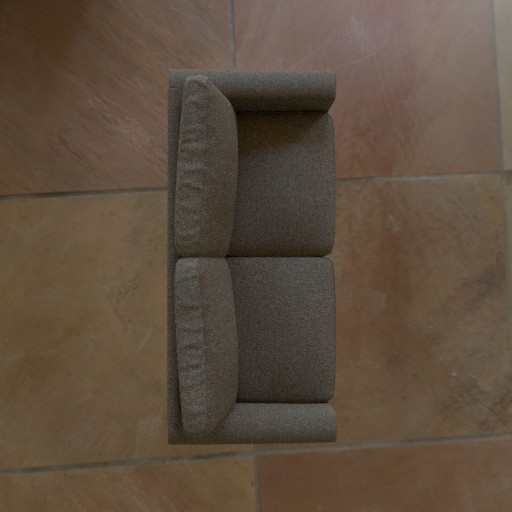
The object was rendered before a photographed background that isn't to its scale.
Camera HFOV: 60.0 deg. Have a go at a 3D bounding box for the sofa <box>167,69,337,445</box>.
[{"bbox_3d":[0.000,0.000,2.692,1.016,0.873,2.179,0,89,-2],"label":"sofa"}]
